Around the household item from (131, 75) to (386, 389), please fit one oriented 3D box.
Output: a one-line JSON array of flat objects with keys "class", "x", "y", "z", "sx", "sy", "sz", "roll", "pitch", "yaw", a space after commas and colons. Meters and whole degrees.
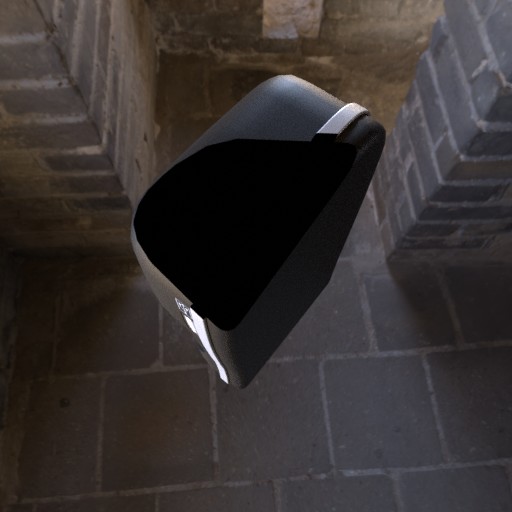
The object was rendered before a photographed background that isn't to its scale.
[{"class": "household item", "x": 0.000, "y": 0.000, "z": 0.150, "sx": 0.038, "sy": 0.114, "sz": 0.070, "roll": 36, "pitch": 70, "yaw": 15}]
